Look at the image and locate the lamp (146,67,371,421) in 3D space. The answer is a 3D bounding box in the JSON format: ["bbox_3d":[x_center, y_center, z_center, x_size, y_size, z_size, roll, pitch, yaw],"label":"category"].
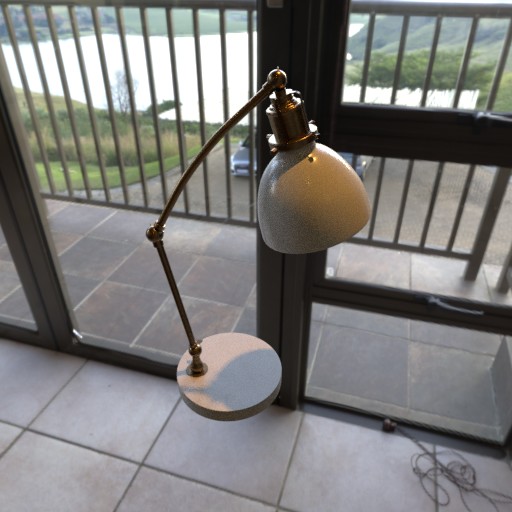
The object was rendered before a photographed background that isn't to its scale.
[{"bbox_3d":[0.000,0.000,0.663,0.317,0.522,0.186,-1,32,-1],"label":"lamp"}]
